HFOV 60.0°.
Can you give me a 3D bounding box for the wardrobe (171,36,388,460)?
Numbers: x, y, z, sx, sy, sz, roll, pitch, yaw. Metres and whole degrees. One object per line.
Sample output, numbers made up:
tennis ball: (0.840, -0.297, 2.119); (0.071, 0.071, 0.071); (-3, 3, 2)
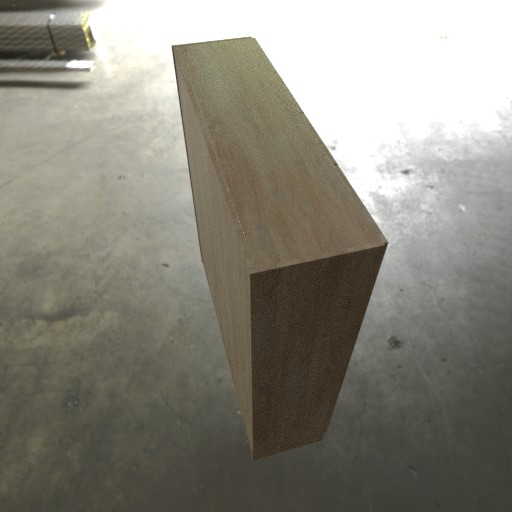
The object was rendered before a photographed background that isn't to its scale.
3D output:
wardrobe: (0.000, 0.000, 3.119); (0.598, 2.159, 1.998); (-12, 50, -10)
